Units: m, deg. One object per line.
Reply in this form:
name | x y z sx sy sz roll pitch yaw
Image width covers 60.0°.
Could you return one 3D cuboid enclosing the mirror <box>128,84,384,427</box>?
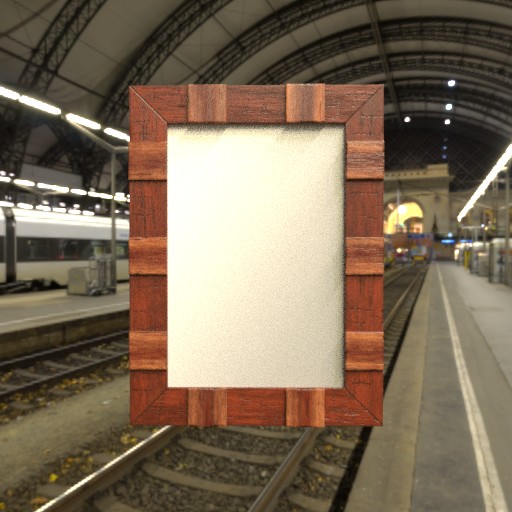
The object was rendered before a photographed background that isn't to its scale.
mirror | 0.000 0.000 1.052 0.600 0.805 0.021 0 0 1
